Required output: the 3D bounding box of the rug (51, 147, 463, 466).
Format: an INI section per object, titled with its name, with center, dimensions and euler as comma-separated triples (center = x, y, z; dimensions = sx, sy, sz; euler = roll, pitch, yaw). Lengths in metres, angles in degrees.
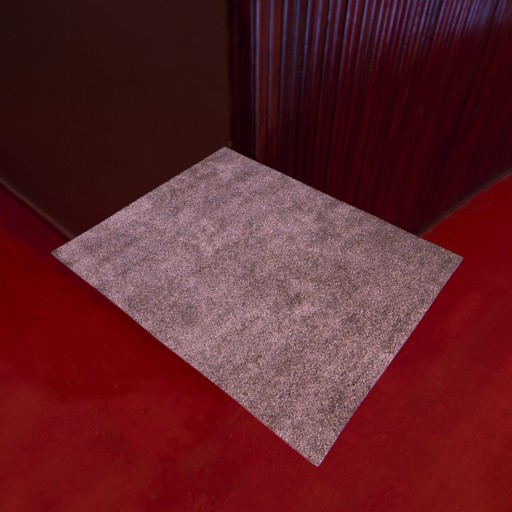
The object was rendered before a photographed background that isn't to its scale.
[rug]
center = 0.000, 0.000, 4.128
dimensions = 3.000, 0.025, 2.401
euler = 31, 53, 27
